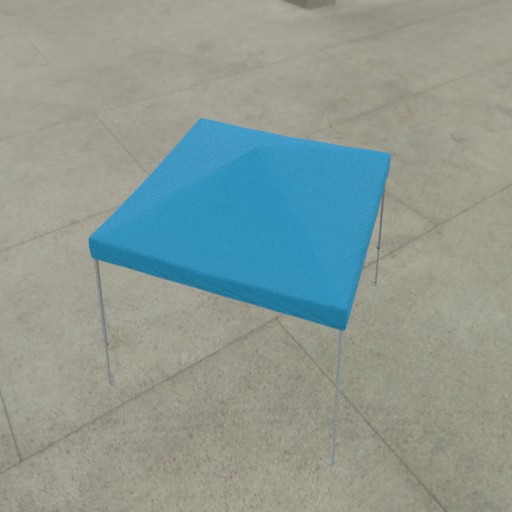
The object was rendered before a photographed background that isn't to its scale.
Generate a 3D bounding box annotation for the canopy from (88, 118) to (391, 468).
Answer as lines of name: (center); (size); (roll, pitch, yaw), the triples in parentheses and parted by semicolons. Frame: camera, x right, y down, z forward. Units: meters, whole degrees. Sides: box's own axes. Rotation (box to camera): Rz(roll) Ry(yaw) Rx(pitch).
canopy: (0.000, 0.000, 5.095); (2.849, 2.850, 2.850); (15, 47, 14)
